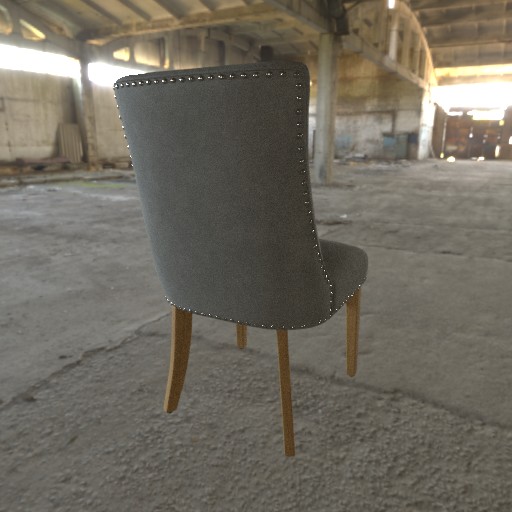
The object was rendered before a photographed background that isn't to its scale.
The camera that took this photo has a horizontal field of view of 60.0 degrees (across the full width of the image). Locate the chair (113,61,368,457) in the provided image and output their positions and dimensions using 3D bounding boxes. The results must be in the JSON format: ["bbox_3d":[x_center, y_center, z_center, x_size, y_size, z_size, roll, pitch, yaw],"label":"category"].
[{"bbox_3d":[0.000,0.000,1.228,0.495,0.902,0.610,8,17,27],"label":"chair"}]
